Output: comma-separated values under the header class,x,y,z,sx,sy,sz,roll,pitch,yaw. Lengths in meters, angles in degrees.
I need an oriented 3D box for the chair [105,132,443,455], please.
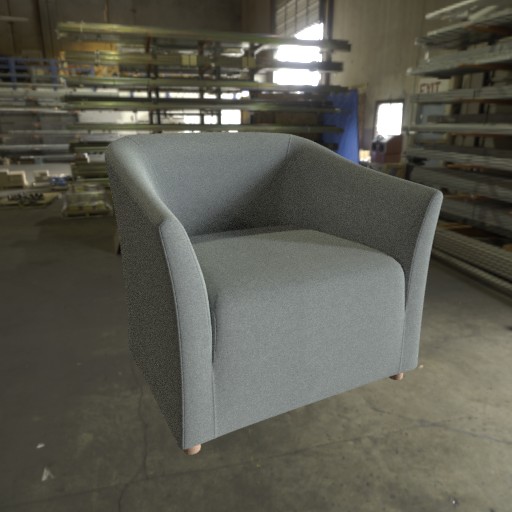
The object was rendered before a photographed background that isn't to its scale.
class,x,y,z,sx,sy,sz,roll,pitch,yaw
chair,0.000,0.000,1.360,0.790,0.720,0.700,-9,19,-27
